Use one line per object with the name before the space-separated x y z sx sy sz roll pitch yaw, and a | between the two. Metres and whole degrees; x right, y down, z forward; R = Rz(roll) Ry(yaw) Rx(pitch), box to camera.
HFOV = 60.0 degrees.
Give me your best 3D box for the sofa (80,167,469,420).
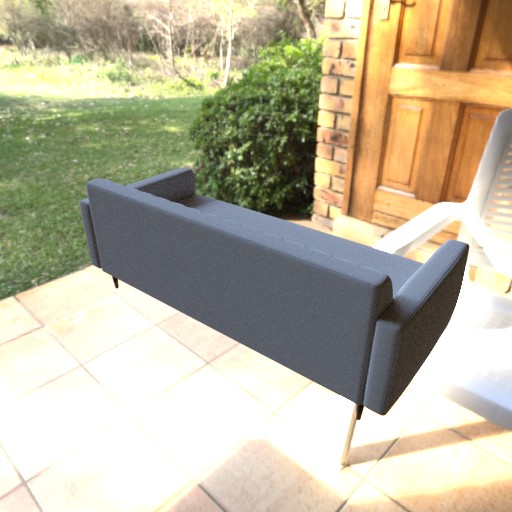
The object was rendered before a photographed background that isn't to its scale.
sofa | 0.000 0.000 2.780 2.291 0.821 0.990 21 35 33
